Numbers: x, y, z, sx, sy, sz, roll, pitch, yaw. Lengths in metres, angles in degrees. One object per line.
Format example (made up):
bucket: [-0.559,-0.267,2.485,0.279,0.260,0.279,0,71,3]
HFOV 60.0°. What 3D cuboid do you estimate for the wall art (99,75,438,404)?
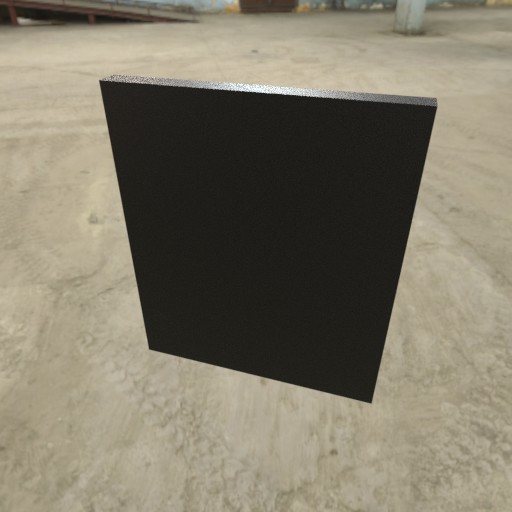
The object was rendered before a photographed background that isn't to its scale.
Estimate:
wall art: [0.000,0.000,0.525,0.325,0.380,0.028,10,35,14]
